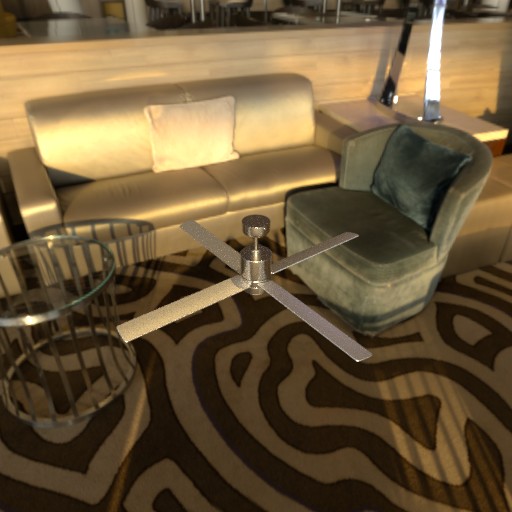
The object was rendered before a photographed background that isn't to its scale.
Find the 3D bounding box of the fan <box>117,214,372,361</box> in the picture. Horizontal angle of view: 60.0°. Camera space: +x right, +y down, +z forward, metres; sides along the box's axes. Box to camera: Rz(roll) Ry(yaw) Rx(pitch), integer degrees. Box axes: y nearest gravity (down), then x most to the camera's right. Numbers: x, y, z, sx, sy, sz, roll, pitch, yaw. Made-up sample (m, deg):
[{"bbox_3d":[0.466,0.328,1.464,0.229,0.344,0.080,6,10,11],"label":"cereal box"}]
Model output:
[{"bbox_3d":[0.000,0.000,1.997,1.322,0.355,1.322,-22,38,-31],"label":"fan"}]
